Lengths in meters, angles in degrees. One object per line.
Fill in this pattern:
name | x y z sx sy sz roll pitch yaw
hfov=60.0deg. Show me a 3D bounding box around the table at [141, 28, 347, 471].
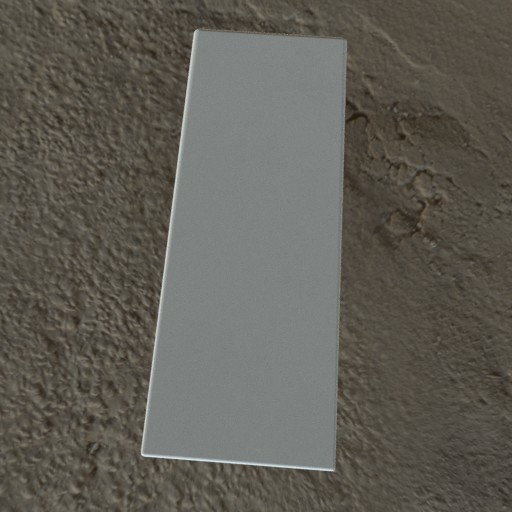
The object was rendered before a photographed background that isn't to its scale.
table | 0.000 0.000 1.519 0.459 0.740 1.184 4 75 1
